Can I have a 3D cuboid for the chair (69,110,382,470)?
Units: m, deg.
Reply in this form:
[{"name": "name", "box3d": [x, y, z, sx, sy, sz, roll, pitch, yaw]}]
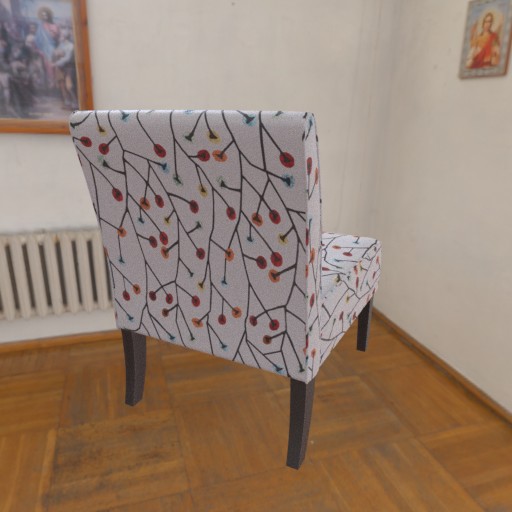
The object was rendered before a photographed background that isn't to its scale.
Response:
[{"name": "chair", "box3d": [0.000, 0.000, 1.296, 0.597, 0.813, 0.732, 9, 21, 26]}]
